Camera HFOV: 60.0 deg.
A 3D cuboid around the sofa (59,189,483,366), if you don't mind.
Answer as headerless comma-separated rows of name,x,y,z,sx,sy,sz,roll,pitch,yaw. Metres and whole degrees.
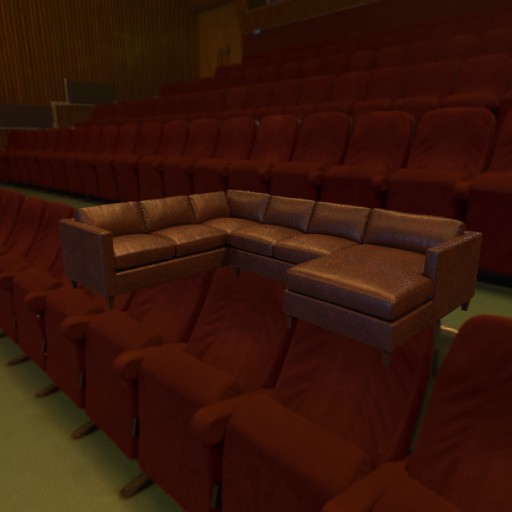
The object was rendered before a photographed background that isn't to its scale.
sofa,0.000,0.000,4.343,3.324,0.891,2.452,15,21,43
